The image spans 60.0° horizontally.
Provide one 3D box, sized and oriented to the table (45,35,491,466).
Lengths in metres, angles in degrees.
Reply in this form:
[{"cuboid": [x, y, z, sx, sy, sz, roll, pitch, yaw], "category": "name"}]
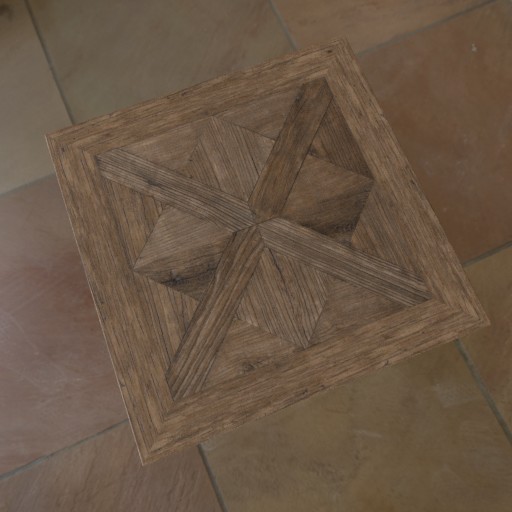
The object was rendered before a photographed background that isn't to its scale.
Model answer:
[{"cuboid": [0.000, 0.000, 1.155, 0.700, 0.532, 0.700, -20, 77, -5], "category": "table"}]
